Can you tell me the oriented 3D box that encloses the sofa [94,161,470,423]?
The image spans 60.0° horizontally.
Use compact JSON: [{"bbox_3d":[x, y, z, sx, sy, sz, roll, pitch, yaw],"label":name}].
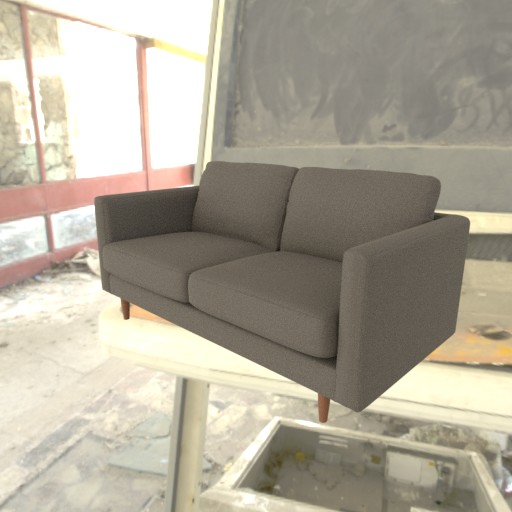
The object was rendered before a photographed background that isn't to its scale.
[{"bbox_3d":[0.000,0.000,2.230,1.713,0.866,0.940,14,21,42],"label":"sofa"}]
